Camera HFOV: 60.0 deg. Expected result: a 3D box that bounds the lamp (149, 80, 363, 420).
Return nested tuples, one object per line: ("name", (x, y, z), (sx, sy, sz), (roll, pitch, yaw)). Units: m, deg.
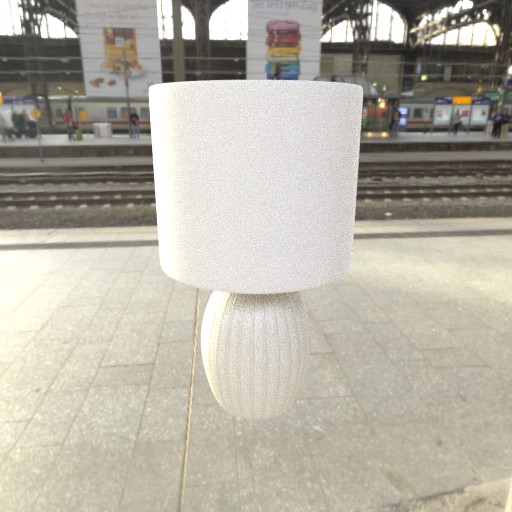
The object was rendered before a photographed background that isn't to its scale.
("lamp", (0.000, 0.000, 0.775), (0.328, 0.570, 0.328), (0, 17, 0))
